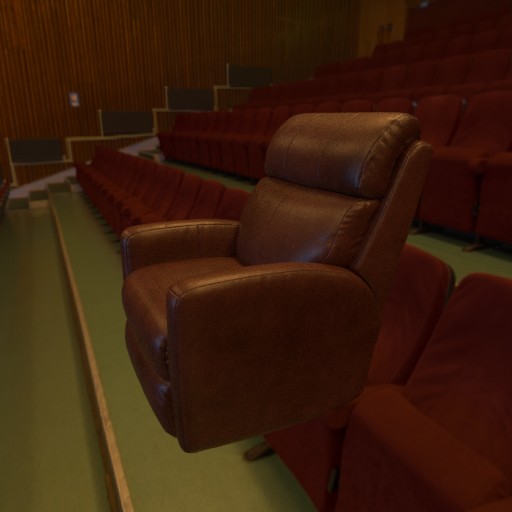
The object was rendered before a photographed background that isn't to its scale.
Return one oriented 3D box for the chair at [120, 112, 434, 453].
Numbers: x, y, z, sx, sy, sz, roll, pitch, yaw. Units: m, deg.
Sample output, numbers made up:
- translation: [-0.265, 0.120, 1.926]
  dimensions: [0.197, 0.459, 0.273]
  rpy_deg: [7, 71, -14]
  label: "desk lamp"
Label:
- translation: [0.000, 0.000, 1.648]
  dimensions: [0.939, 1.016, 0.787]
  rpy_deg: [-9, 19, -25]
  label: "chair"
